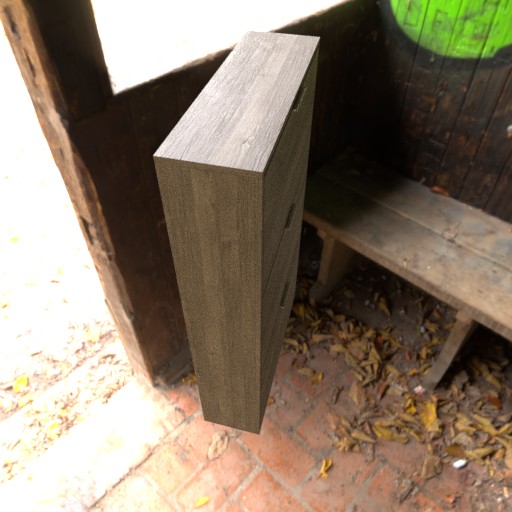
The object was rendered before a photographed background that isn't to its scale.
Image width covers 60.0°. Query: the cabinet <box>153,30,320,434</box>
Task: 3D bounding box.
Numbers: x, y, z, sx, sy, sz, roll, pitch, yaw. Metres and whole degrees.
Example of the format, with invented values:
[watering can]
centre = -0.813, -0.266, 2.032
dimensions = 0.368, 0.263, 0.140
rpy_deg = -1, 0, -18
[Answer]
[cabinet]
centre = 0.000, 0.000, 1.615
dimensions = 0.250, 1.280, 0.750
rpy_deg = 11, 47, 10
